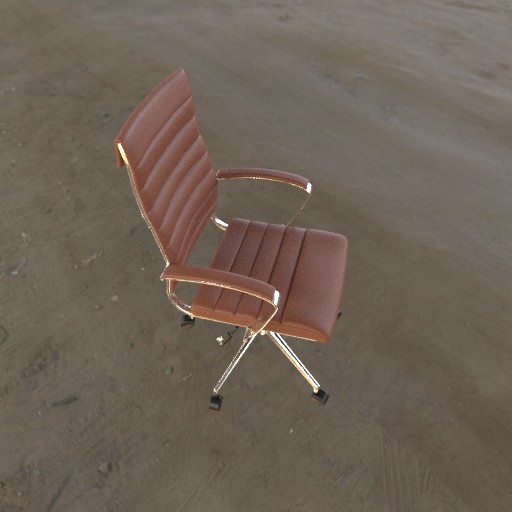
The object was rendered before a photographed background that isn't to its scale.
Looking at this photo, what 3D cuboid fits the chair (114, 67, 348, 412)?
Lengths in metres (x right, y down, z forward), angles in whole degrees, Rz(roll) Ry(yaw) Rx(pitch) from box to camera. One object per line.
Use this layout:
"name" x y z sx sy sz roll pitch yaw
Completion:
"chair" 0.000 0.000 1.638 0.739 1.149 0.766 11 48 10
